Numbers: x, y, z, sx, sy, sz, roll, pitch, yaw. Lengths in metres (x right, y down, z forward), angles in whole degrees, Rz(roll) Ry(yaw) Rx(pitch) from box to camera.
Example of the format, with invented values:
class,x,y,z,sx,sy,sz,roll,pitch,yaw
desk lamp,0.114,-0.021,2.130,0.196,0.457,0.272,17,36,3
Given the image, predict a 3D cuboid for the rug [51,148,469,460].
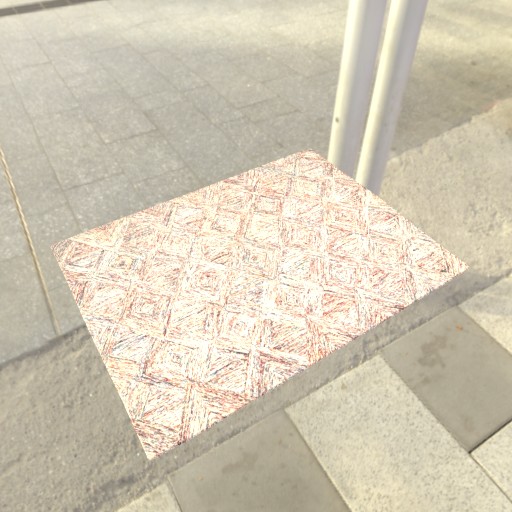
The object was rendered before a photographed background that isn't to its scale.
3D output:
class,x,y,z,sx,sy,sz,roll,pitch,yaw
rug,0.000,0.000,4.229,3.226,0.024,2.436,-25,51,-22
